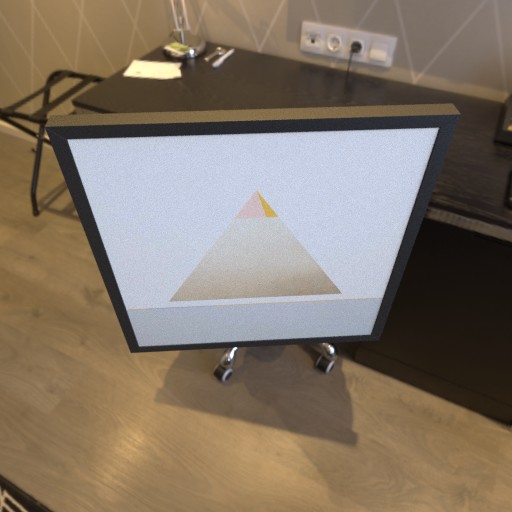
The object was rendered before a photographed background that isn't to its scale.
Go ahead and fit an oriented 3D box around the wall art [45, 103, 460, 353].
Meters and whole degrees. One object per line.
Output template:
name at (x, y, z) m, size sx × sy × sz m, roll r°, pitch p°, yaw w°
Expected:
wall art at (0.000, 0.000, 1.108) m, size 0.769 × 0.766 × 0.042 m, roll -2°, pitch 46°, yaw -2°
